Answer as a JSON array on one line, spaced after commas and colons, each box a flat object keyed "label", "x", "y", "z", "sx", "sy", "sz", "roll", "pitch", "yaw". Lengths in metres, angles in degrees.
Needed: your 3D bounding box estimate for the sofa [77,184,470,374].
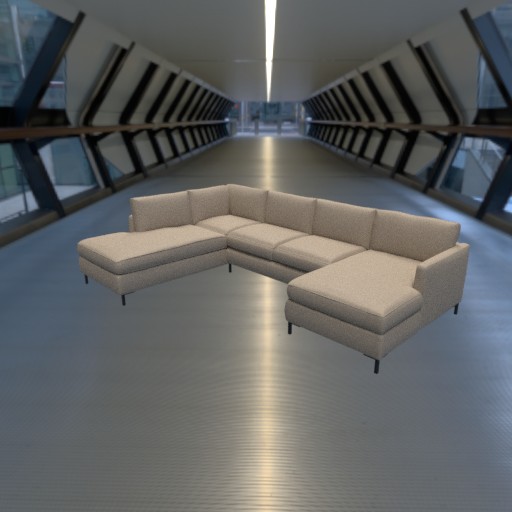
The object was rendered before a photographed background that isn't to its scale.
[{"label": "sofa", "x": 0.000, "y": 0.000, "z": 3.653, "sx": 1.879, "sy": 0.756, "sz": 2.737, "roll": -17, "pitch": 24, "yaw": -41}]
